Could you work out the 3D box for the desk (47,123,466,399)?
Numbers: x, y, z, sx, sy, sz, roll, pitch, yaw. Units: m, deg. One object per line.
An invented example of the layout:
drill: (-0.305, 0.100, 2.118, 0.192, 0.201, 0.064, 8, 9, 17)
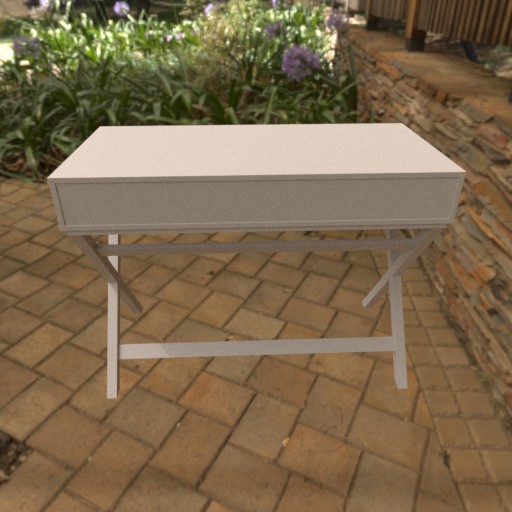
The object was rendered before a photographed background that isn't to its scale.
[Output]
desk: (0.000, 0.000, 1.539, 1.057, 0.780, 0.525, -1, 30, -2)
